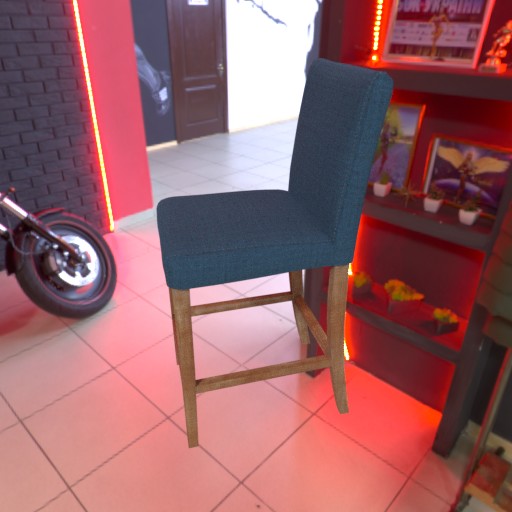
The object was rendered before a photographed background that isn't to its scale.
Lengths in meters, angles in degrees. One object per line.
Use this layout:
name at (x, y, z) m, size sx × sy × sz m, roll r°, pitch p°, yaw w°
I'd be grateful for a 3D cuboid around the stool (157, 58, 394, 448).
stool at (0.000, 0.000, 1.377) m, size 0.574 × 1.088 × 0.454 m, roll -7°, pitch 29°, yaw -13°
